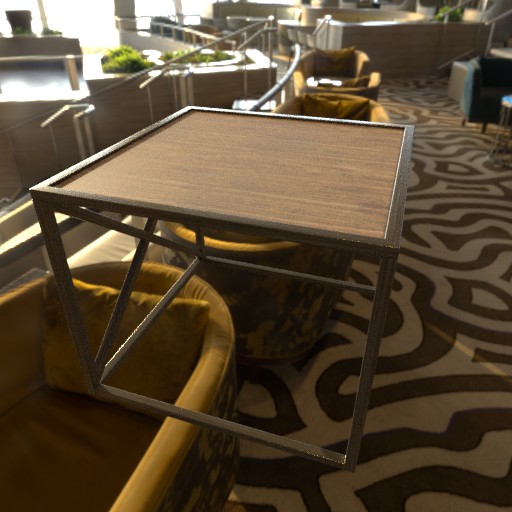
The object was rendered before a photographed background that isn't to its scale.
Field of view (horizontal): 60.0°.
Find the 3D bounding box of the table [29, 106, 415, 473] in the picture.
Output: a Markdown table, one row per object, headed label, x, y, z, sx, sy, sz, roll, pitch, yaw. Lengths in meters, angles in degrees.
| label | x | y | z | sx | sy | sz | roll | pitch | yaw |
| --- | --- | --- | --- | --- | --- | --- | --- | --- | --- |
| table | 0.000 | 0.000 | 1.050 | 0.609 | 0.507 | 0.611 | 10 | 33 | 16 |
